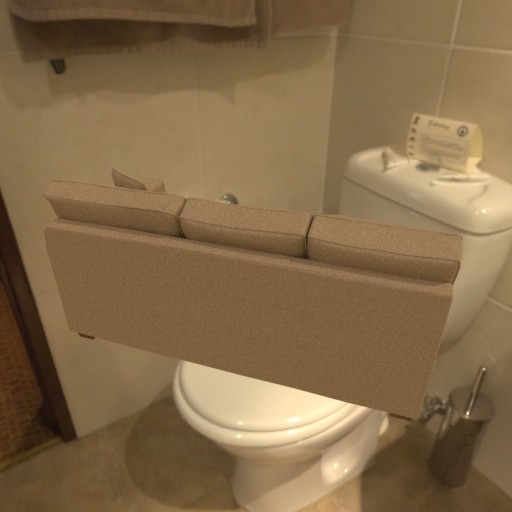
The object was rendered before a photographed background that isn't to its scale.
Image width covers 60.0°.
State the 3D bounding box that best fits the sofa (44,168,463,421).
[{"bbox_3d":[0.000,0.000,2.497,1.963,0.946,1.034,10,32,16],"label":"sofa"}]
